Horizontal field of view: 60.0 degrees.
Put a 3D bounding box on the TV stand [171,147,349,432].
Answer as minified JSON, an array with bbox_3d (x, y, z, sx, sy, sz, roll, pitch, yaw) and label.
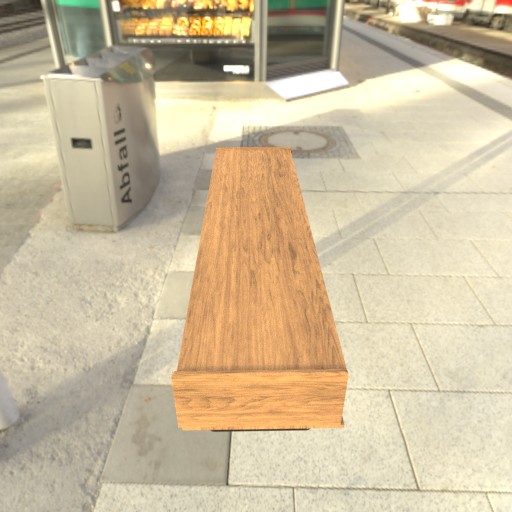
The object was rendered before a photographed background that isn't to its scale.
[{"bbox_3d":[0.000,0.000,2.006,0.467,0.415,1.796,-1,32,-1],"label":"TV stand"}]
